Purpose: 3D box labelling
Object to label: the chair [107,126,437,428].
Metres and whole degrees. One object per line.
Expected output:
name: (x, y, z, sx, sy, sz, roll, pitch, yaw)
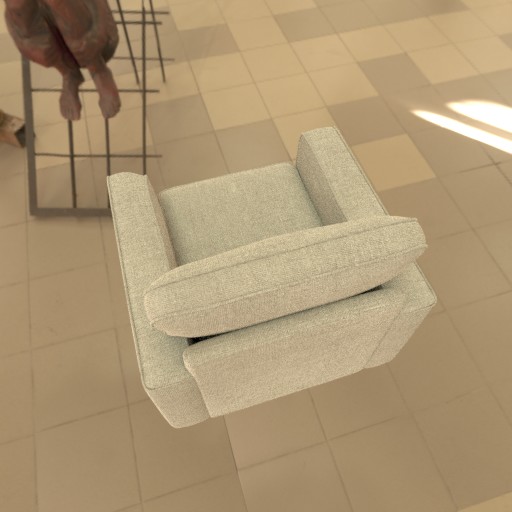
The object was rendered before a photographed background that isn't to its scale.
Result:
chair: (0.000, 0.000, 1.771, 1.015, 0.965, 0.939, -15, 59, -9)
